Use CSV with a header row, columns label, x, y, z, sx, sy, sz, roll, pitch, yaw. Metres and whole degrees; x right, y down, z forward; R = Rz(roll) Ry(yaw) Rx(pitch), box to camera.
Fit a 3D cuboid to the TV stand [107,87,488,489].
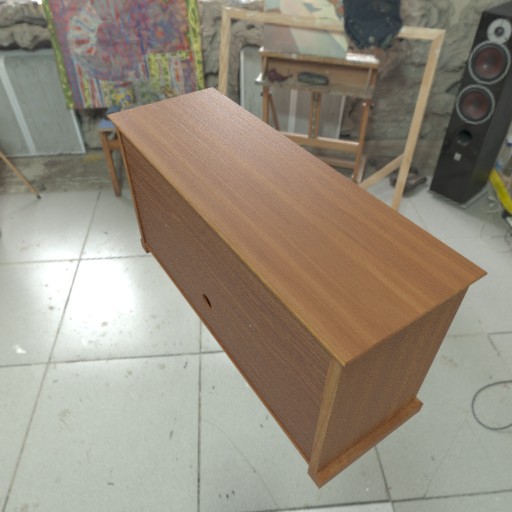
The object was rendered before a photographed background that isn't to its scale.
label,x,y,z,sx,sy,sz,roll,pitch,yaw
TV stand,0.000,0.000,1.426,0.417,0.607,1.181,-25,49,-24
